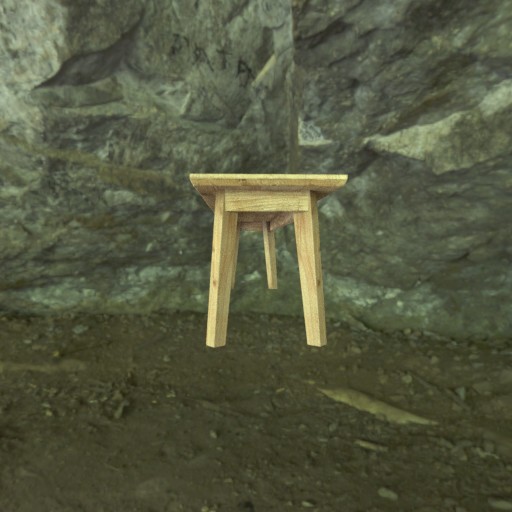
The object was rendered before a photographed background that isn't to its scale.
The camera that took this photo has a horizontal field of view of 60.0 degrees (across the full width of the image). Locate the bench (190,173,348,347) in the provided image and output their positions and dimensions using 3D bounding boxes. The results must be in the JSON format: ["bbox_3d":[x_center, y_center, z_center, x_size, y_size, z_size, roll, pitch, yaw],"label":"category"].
[{"bbox_3d":[0.000,0.000,1.907,0.378,0.431,1.698,0,1,-2],"label":"bench"}]
